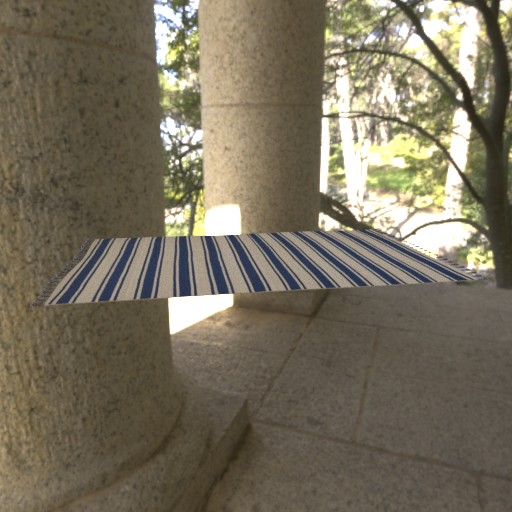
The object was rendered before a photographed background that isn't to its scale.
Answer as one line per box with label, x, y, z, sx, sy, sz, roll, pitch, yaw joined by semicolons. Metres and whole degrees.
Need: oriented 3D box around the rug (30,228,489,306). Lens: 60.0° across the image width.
rug;0.000;0.000;2.568;2.108;0.009;1.248;-3;15;-9
